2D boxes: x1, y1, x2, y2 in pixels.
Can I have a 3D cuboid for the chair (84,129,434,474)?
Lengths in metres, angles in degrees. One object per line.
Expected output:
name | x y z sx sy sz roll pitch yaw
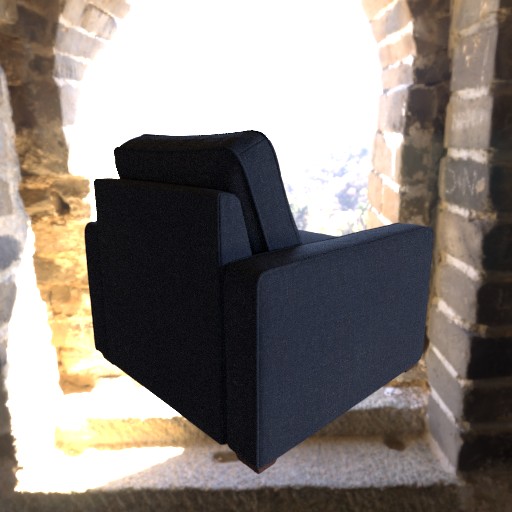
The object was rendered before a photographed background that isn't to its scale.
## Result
chair | 0.000 0.000 1.719 0.940 0.919 1.017 -13 19 -42
